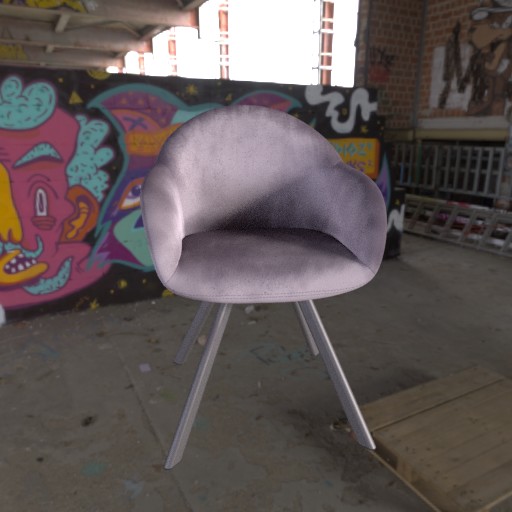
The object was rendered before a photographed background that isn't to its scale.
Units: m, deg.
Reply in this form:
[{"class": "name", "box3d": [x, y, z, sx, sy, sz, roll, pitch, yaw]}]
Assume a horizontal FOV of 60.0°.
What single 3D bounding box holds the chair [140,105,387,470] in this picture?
[{"class": "chair", "box3d": [0.000, 0.000, 1.178, 0.550, 0.795, 0.590, -2, 15, -8]}]
